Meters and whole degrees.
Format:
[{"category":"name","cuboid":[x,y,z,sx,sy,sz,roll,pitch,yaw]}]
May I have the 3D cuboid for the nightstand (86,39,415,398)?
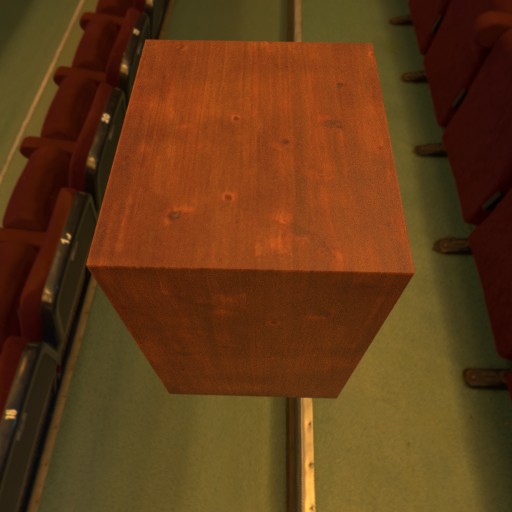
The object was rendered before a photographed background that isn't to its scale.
[{"category":"nightstand","cuboid":[0.000,0.000,0.958,0.410,0.695,0.465,1,58,1]}]
